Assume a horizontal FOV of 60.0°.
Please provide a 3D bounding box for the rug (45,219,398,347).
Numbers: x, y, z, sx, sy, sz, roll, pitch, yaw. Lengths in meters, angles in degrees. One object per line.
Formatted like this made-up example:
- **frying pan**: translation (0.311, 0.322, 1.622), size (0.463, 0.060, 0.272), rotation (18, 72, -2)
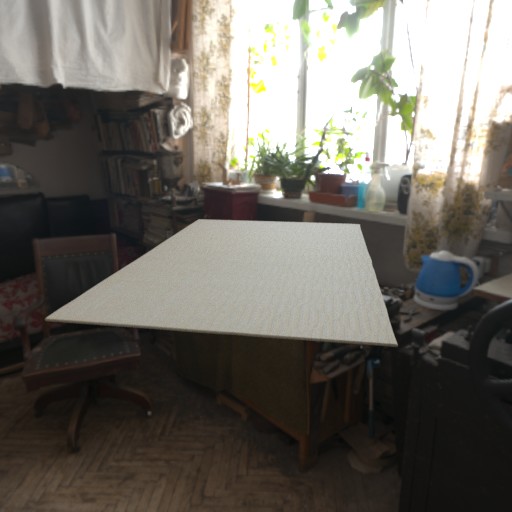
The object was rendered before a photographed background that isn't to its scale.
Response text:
- **rug**: translation (0.000, 0.000, 3.014), size (1.531, 0.014, 2.441), rotation (2, 16, 9)
